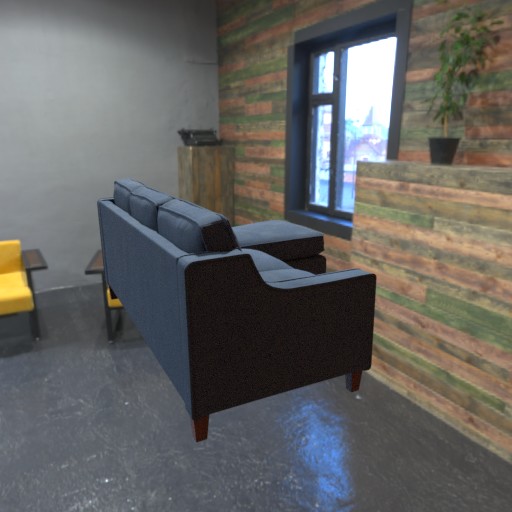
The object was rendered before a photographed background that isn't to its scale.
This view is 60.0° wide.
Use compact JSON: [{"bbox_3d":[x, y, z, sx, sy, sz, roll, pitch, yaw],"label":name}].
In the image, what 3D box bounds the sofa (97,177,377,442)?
[{"bbox_3d":[0.000,0.000,3.279,1.858,1.066,2.317,-8,16,-27],"label":"sofa"}]
